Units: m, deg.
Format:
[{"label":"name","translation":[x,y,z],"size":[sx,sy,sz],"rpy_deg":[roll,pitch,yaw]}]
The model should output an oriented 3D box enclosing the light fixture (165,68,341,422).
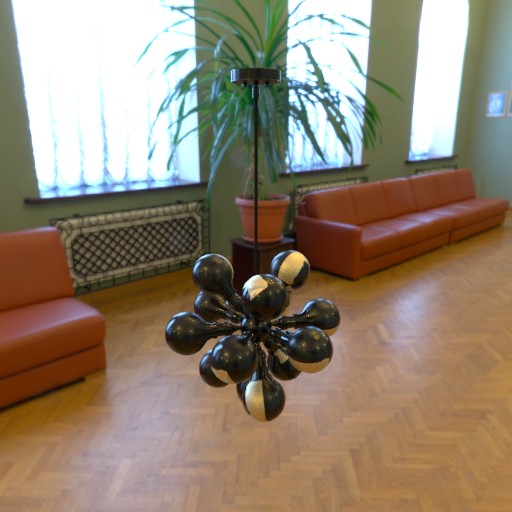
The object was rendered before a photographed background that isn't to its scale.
[{"label":"light fixture","translation":[0.000,0.000,1.107],"size":[0.420,0.859,0.468],"rpy_deg":[-15,22,-42]}]
